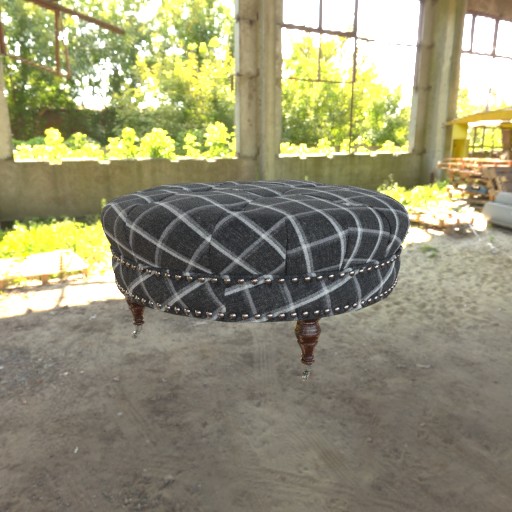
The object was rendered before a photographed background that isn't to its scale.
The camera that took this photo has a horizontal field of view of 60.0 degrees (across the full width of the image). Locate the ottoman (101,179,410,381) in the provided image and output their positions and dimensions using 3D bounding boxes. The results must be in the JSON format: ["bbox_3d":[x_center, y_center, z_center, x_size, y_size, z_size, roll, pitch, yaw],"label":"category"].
[{"bbox_3d":[0.000,0.000,1.380,0.901,0.439,0.901,0,14,0],"label":"ottoman"}]
